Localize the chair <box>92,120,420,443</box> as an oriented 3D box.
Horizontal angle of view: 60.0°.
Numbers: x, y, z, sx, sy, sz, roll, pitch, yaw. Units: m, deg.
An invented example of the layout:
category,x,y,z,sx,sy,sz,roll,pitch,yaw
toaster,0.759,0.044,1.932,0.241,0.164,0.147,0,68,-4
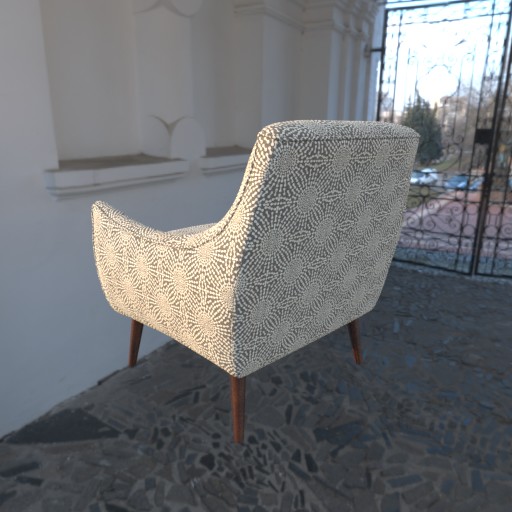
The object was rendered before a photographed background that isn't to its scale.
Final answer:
category,x,y,z,sx,sy,sz,roll,pitch,yaw
chair,0.000,0.000,1.450,0.762,0.838,0.787,-15,22,-43
